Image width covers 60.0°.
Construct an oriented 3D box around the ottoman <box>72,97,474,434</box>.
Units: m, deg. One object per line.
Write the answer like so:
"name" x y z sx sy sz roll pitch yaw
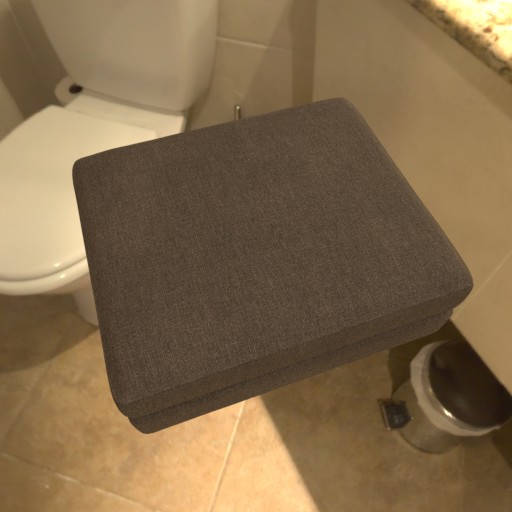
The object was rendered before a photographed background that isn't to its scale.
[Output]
"ottoman" 0.000 0.000 1.226 0.821 0.474 0.693 -17 59 -10
